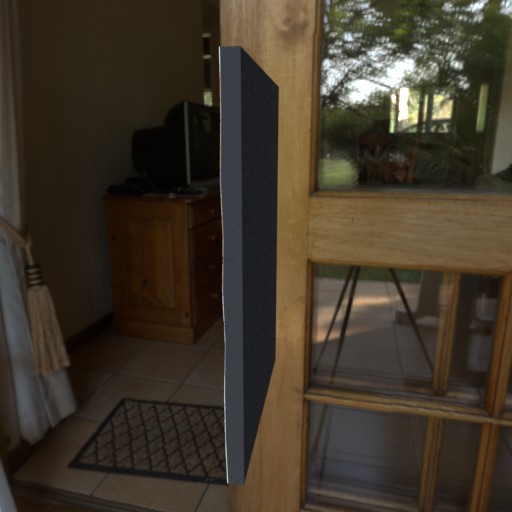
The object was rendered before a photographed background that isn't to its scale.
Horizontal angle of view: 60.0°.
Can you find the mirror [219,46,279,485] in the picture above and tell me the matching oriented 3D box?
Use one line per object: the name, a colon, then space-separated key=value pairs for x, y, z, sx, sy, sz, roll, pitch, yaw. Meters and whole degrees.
mirror: x=0.000 y=0.000 z=1.179 sx=0.044 sy=0.912 sz=0.606 roll=2 pitch=15 yaw=9
